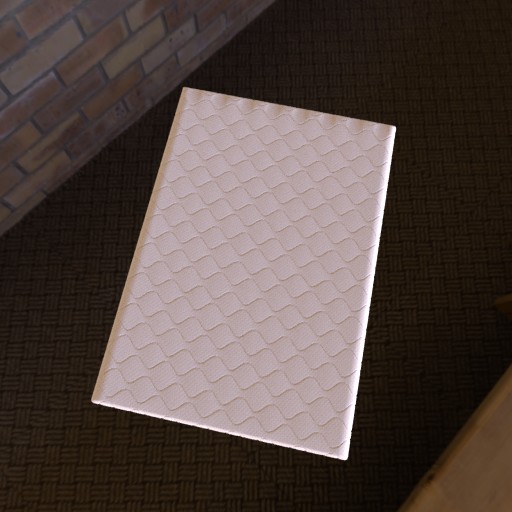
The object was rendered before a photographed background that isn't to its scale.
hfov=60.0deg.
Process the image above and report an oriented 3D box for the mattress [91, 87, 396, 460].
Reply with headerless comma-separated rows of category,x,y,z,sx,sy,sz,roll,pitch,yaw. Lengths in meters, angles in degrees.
mattress,0.000,0.000,2.659,1.400,0.200,2.000,12,75,3
